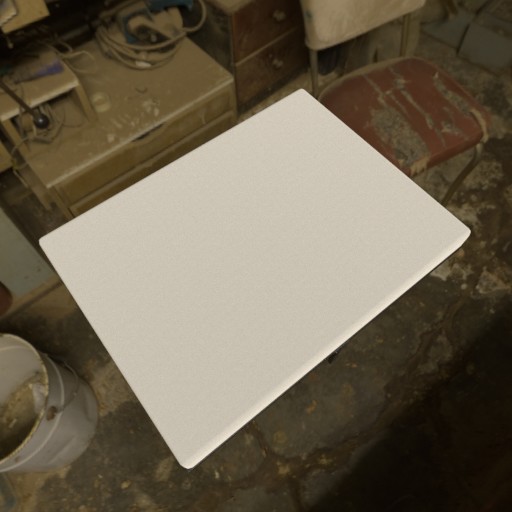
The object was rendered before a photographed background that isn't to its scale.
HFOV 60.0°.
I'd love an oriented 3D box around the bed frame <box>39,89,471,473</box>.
[{"bbox_3d":[0.000,0.000,3.599,2.635,0.680,1.990,-35,67,-17],"label":"bed frame"}]
